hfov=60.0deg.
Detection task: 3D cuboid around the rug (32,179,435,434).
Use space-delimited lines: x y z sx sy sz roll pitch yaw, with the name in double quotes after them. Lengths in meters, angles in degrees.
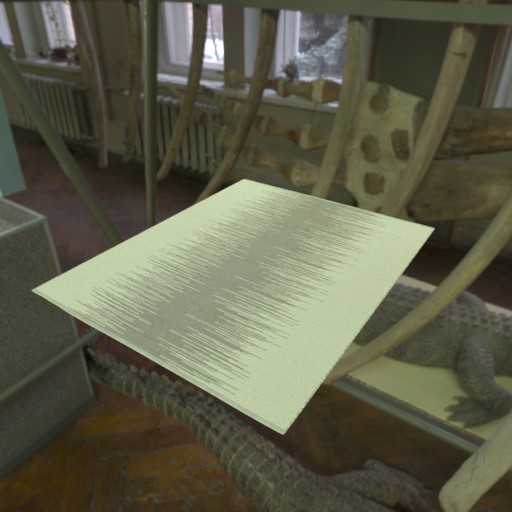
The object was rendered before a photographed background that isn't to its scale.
0.000 0.000 4.148 2.453 0.010 3.037 20 36 29 "rug"
